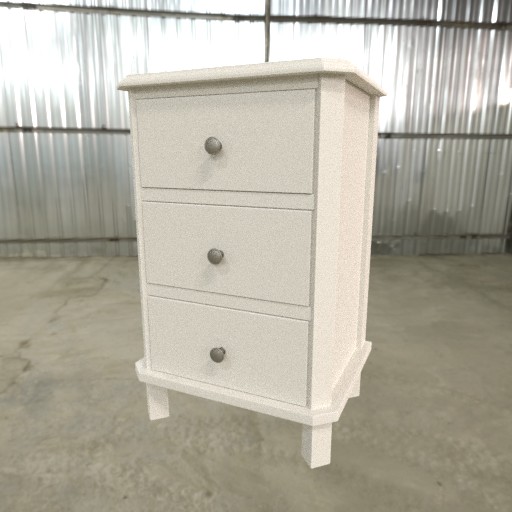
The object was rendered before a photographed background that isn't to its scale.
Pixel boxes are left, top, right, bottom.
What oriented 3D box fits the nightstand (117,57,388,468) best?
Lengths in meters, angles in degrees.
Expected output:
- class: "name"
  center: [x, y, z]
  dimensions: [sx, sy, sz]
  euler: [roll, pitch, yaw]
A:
- class: "nightstand"
  center: [0.000, 0.000, 0.917]
  dimensions: [0.435, 0.681, 0.351]
  euler: [6, 14, 24]
